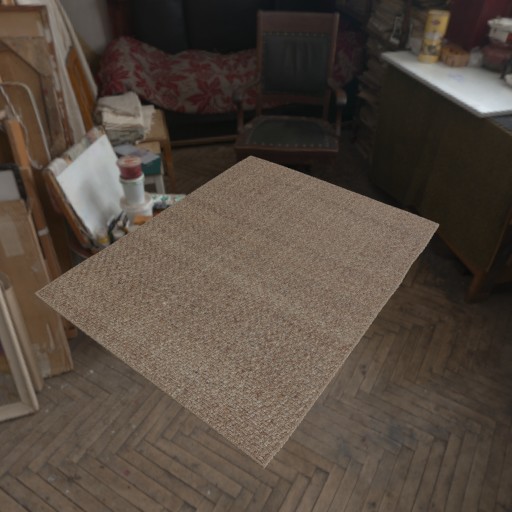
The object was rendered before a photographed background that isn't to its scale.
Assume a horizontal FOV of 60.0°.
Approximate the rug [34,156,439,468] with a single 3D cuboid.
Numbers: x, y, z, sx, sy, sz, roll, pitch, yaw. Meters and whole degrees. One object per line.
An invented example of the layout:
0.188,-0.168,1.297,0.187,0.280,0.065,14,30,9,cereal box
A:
0.000,0.000,4.102,2.439,0.013,3.048,26,47,27,rug
